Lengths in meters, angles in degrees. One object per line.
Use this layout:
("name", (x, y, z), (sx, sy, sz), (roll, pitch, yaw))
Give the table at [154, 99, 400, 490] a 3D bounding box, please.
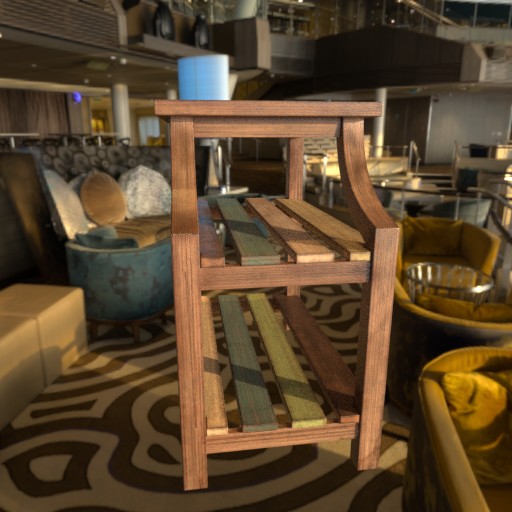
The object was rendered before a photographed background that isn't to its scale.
("table", (0.000, 0.000, 0.918), (0.356, 0.584, 0.609), (-2, 15, -8))
